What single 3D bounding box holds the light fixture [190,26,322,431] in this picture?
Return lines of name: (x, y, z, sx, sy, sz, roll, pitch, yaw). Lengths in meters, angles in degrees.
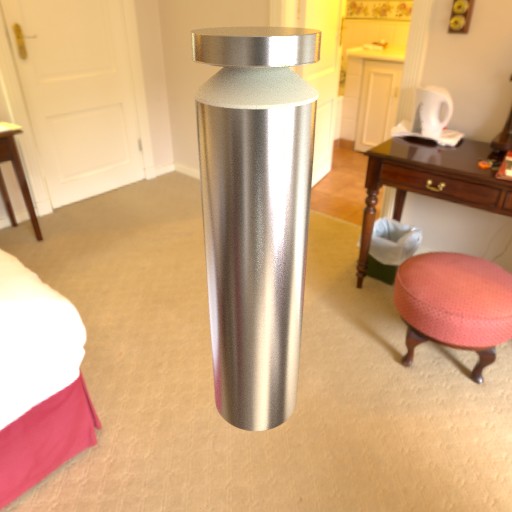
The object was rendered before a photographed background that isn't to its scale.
light fixture: (0.000, 0.000, 0.441, 0.102, 0.400, 0.102, 1, 31, 2)
